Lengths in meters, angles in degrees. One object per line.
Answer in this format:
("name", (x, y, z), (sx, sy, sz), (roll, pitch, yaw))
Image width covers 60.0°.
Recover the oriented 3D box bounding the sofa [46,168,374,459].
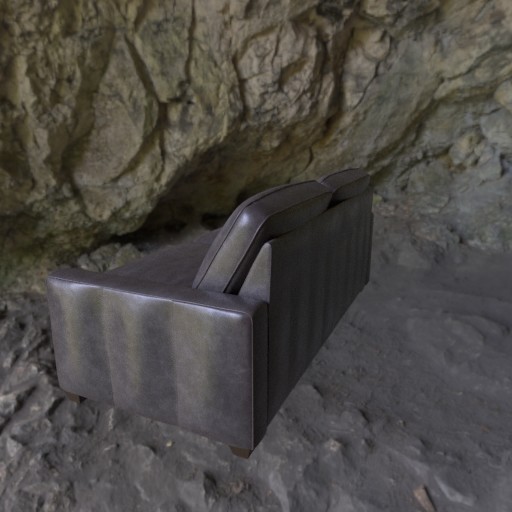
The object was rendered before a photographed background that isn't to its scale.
("sofa", (0.000, 0.000, 2.511), (0.939, 0.916, 2.081), (7, 17, 24))
